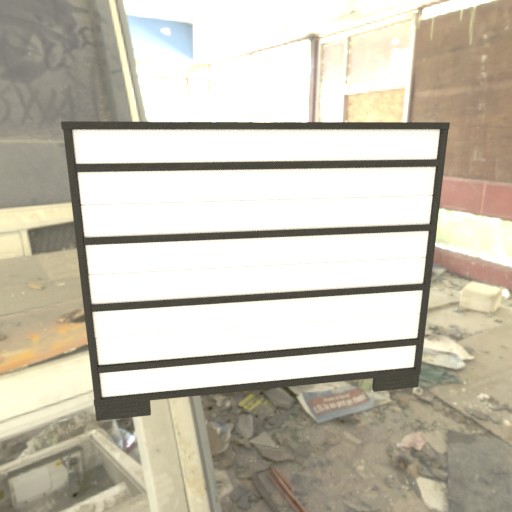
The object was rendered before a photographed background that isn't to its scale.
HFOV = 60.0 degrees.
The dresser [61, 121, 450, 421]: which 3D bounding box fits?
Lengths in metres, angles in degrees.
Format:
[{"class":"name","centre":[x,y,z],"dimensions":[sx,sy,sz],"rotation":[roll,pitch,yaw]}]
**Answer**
[{"class":"dresser","centre":[0.000,0.000,1.418],"dimensions":[0.994,0.816,0.404],"rotation":[-3,16,-10]}]
